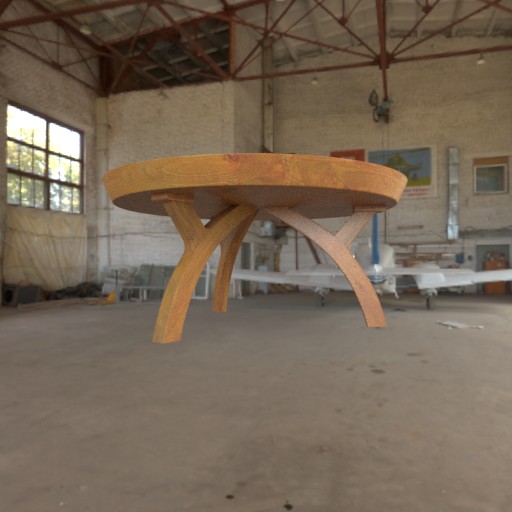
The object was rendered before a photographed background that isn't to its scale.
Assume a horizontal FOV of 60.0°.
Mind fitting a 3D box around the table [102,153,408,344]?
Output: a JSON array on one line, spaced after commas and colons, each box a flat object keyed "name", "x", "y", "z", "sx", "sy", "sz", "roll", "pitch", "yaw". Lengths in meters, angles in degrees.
[{"name": "table", "x": 0.000, "y": 0.000, "z": 1.532, "sx": 1.016, "sy": 0.470, "sz": 1.016, "roll": 0, "pitch": -1, "yaw": 0}]
